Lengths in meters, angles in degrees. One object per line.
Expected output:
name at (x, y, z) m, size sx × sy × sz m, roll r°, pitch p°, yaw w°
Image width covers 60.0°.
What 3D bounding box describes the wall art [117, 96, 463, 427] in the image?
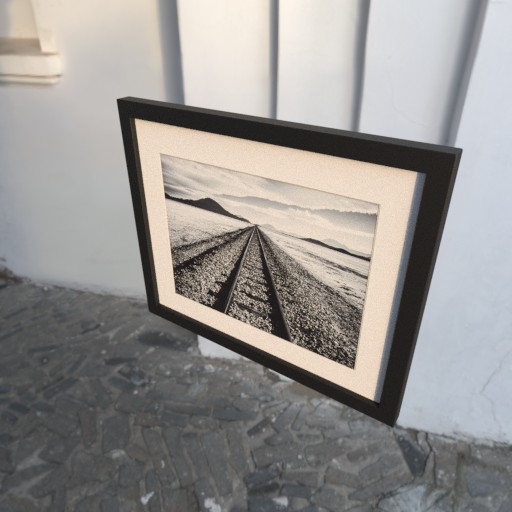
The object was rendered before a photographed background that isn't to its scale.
wall art at (0.000, 0.000, 0.753) m, size 0.559 × 0.458 × 0.029 m, roll 19°, pitch 35°, yaw 29°
